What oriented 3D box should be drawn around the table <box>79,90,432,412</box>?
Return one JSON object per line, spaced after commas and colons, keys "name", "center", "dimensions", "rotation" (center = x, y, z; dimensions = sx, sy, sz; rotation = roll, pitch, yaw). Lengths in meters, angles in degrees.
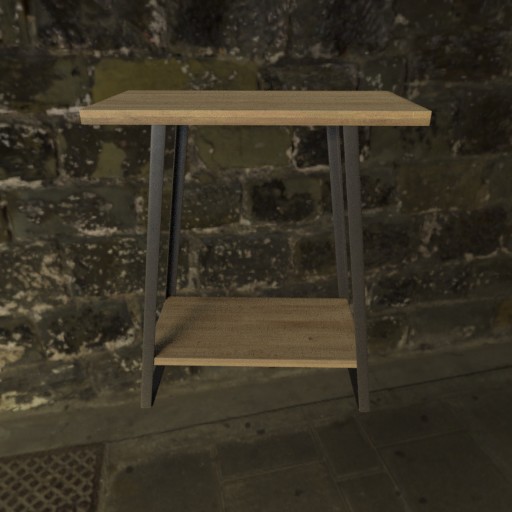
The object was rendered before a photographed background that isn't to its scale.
{"name": "table", "center": [0.000, 0.000, 1.041], "dimensions": [0.599, 0.701, 0.300], "rotation": [1, 26, 1]}
